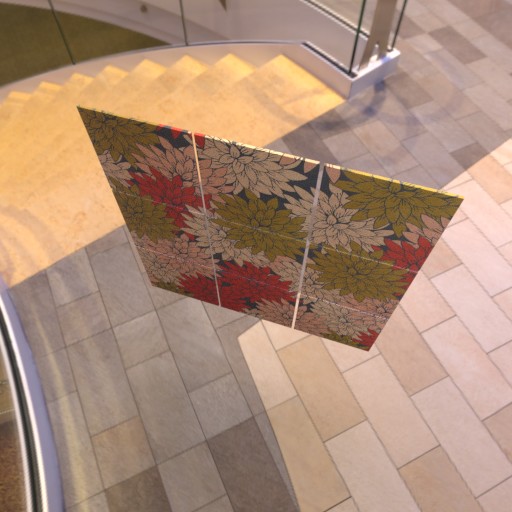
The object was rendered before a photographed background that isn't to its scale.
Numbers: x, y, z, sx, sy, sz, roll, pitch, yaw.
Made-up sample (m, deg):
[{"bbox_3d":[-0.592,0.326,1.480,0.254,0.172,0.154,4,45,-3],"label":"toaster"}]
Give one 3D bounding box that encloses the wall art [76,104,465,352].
[{"bbox_3d":[0.000,0.000,2.310,1.519,1.534,0.013,16,59,10],"label":"wall art"}]
